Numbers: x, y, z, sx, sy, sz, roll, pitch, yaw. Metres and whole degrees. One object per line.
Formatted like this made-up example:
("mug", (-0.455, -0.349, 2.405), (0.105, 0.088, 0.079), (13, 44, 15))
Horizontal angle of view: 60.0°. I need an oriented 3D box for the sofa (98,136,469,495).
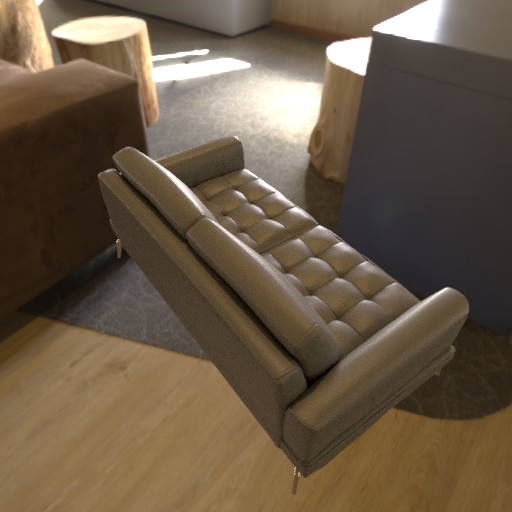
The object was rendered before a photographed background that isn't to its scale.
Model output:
("sofa", (0.000, 0.000, 2.635), (1.121, 0.930, 2.177), (-27, 49, -26))
